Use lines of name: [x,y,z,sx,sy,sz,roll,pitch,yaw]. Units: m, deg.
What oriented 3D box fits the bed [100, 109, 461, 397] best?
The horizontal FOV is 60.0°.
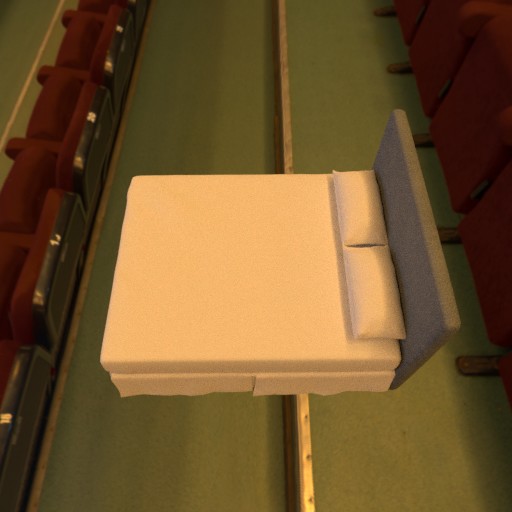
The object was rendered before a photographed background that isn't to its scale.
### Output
bed: [0.000,0.000,3.245,2.142,1.330,1.713,0,59,0]
